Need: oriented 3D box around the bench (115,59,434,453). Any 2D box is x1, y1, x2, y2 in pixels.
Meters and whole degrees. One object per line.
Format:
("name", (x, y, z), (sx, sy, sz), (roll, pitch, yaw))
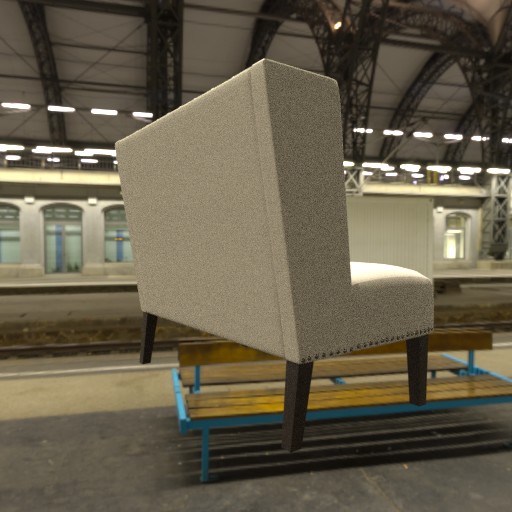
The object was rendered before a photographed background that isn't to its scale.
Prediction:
("bench", (0.000, 0.000, 1.965), (0.847, 1.123, 1.280), (-1, 2, -36))
